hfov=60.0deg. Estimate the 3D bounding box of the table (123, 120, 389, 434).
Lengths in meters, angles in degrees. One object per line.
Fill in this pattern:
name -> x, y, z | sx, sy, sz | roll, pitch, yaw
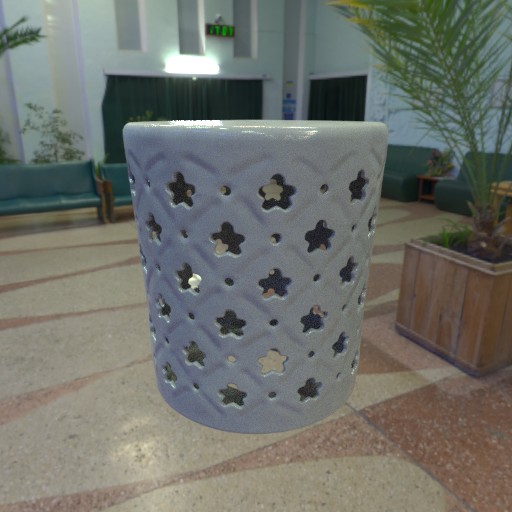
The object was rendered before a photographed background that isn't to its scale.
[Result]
table -> 0.000, 0.000, 0.660 | 0.352, 0.387, 0.352 | 0, 18, 0
